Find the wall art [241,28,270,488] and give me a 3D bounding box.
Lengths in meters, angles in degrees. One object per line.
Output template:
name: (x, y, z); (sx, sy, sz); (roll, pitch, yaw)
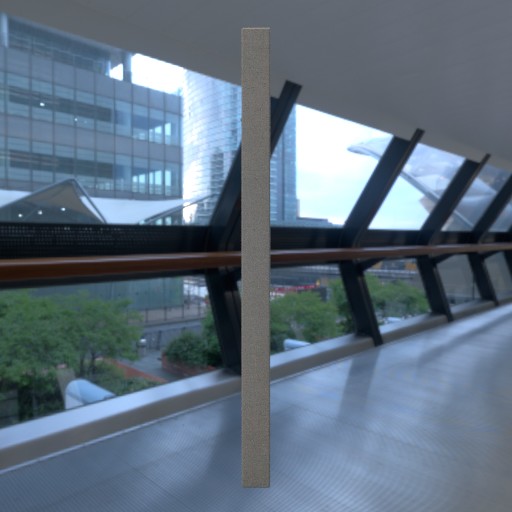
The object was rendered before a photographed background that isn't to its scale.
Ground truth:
wall art: (0.000, 0.000, 0.894); (0.040, 0.612, 0.612); (0, 1, 0)
